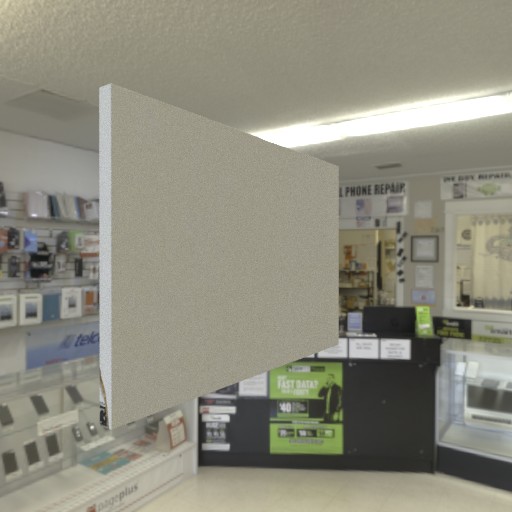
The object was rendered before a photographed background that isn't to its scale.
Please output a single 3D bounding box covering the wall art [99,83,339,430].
[{"bbox_3d":[0.000,0.000,1.140,0.038,0.601,0.898,0,0,36],"label":"wall art"}]
